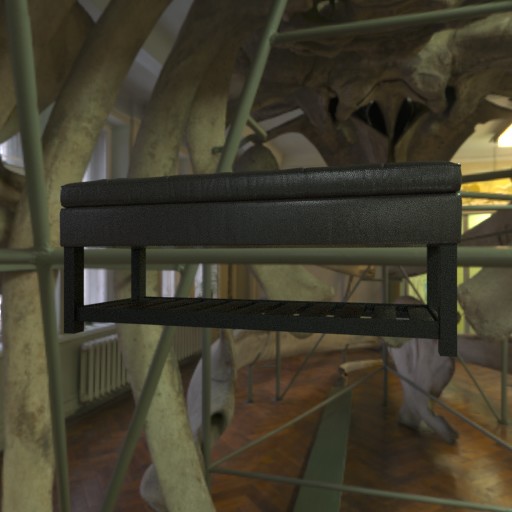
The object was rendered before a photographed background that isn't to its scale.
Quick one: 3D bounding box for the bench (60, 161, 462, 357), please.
[{"bbox_3d":[0.000,0.000,1.355,1.105,0.460,0.432,0,0,17],"label":"bench"}]
